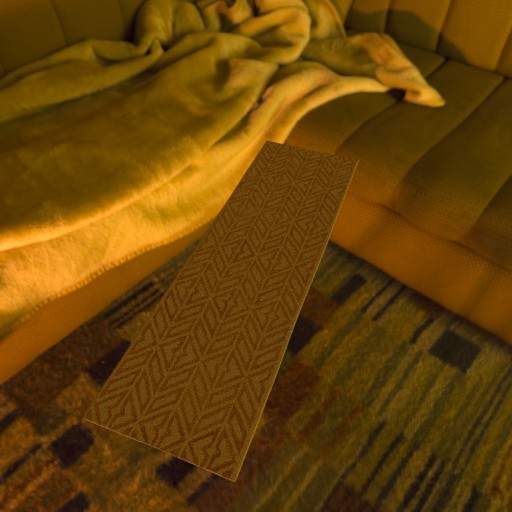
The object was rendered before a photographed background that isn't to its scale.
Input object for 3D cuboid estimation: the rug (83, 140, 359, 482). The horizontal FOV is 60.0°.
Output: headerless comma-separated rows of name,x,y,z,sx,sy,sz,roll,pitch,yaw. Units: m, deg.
rug,0.000,0.000,2.686,0.750,0.009,2.435,16,49,14
